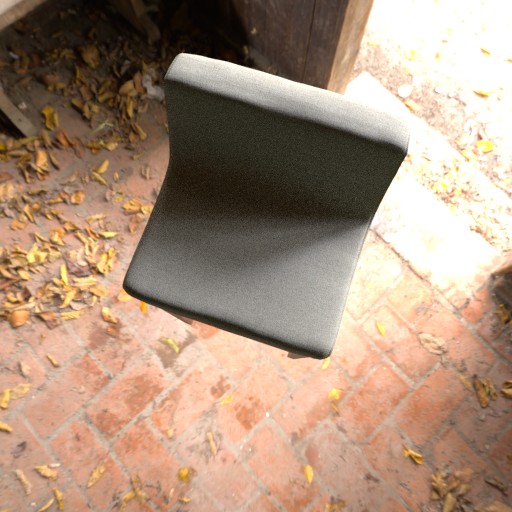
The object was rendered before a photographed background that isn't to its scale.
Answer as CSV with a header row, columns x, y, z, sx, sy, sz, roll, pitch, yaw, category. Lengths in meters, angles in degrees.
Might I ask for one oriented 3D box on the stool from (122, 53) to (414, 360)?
x,y,z,sx,sy,sz,roll,pitch,yaw,category
0.000,0.000,1.314,0.511,1.037,0.500,18,76,5,stool
